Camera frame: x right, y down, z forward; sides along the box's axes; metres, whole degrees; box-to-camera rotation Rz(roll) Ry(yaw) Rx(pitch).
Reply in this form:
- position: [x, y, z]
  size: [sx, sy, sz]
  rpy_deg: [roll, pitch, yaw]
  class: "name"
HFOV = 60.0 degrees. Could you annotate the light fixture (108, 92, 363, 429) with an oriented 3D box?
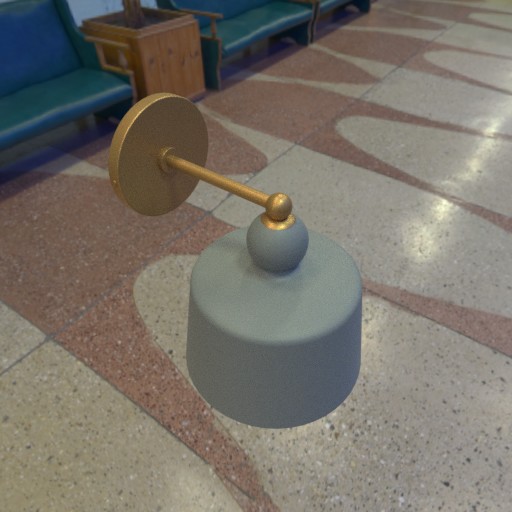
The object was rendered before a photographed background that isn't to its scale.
- position: [0.000, 0.000, 0.448]
  size: [0.254, 0.268, 0.204]
  rpy_deg: [27, 48, 27]
  class: "light fixture"
